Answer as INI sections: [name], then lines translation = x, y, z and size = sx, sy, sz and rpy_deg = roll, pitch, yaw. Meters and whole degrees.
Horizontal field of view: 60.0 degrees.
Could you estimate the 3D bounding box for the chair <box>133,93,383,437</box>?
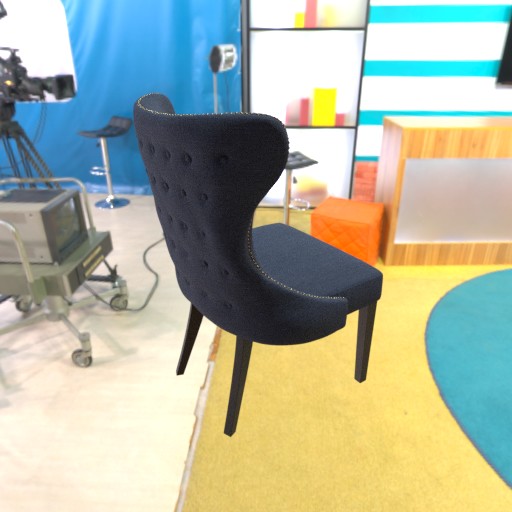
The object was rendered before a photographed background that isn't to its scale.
[chair]
translation = 0.000, 0.000, 1.413
size = 0.635, 0.967, 0.628
rpy_deg = -17, 31, -32
